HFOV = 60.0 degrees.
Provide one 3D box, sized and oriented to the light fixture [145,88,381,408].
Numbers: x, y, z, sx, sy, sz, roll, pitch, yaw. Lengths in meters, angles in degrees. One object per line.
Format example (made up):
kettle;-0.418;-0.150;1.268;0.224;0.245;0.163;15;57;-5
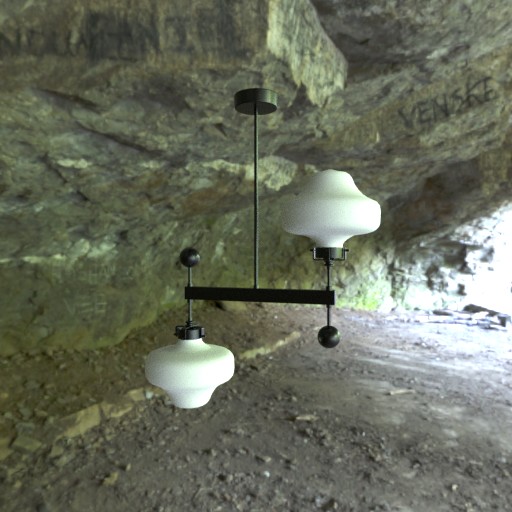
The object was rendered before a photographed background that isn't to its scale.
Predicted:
light fixture;0.000;0.000;1.031;0.489;0.743;0.422;0;1;-18
